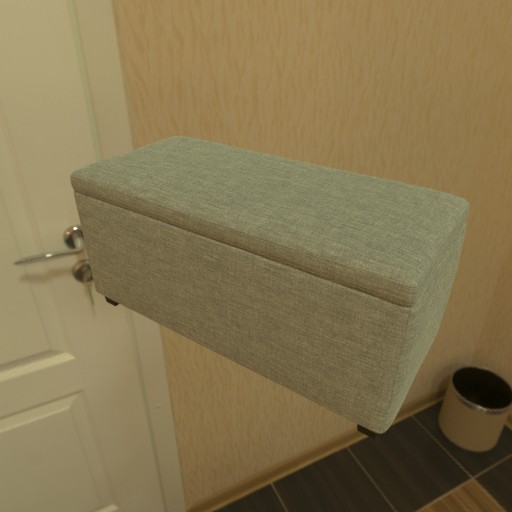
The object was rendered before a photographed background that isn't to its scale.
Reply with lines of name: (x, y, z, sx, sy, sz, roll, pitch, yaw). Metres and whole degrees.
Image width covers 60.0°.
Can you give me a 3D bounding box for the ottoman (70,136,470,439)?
ottoman: (0.000, 0.000, 1.140, 0.902, 0.432, 0.419, 19, 36, 29)
